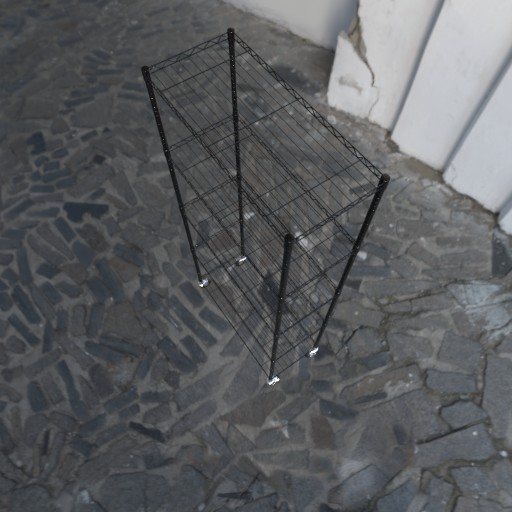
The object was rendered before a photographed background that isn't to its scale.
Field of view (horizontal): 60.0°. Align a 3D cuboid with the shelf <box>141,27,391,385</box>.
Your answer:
[{"bbox_3d":[0.000,0.000,1.966,0.356,1.645,0.762,-32,67,-16],"label":"shelf"}]
